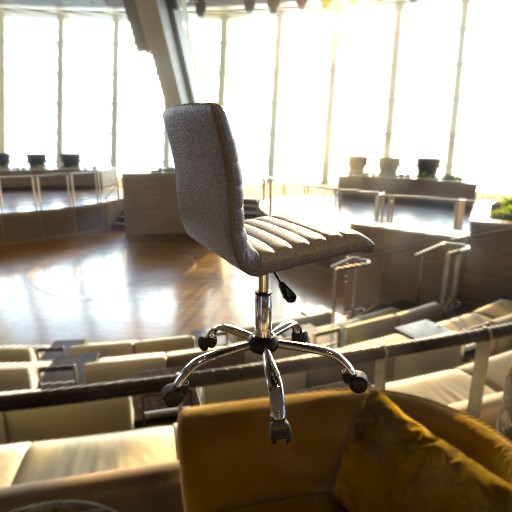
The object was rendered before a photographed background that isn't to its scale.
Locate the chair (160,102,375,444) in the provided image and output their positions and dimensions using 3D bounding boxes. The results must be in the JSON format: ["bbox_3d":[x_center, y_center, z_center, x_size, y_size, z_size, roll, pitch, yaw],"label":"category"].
[{"bbox_3d":[0.000,0.000,1.172,0.542,0.750,0.569,-7,17,-24],"label":"chair"}]
